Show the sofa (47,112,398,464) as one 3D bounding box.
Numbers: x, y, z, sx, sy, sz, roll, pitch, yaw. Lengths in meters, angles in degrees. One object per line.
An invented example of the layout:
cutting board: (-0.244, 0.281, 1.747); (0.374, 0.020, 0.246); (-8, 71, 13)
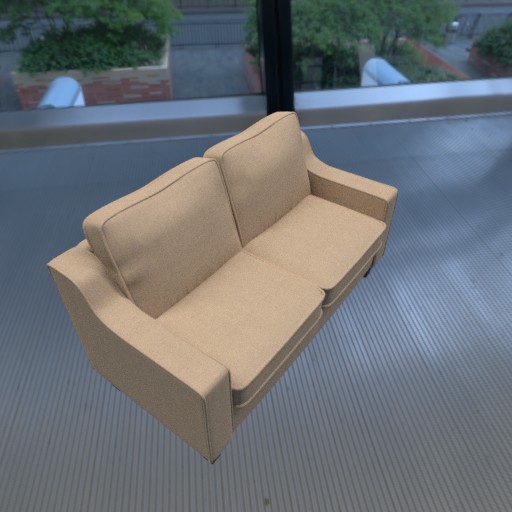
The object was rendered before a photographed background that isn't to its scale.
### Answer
sofa: (0.000, 0.000, 3.537); (1.351, 1.562, 2.587); (26, 46, 27)
